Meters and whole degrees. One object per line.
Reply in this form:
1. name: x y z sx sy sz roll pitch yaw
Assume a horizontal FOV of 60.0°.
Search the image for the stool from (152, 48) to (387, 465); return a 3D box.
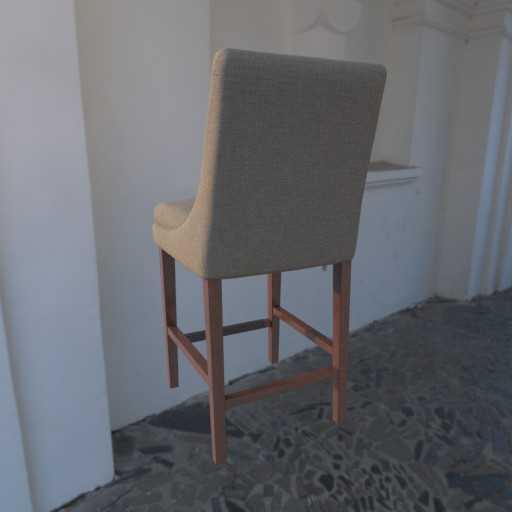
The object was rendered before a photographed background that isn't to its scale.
1. stool: 0.000 0.000 1.270 0.470 0.981 0.577 -7 16 -26
